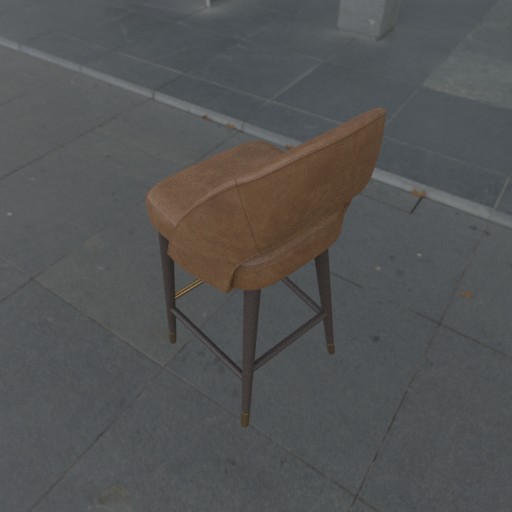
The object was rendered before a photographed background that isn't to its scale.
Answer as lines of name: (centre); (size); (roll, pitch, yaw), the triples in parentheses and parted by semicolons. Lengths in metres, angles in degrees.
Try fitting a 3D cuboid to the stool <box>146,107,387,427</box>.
stool: (0.000, 0.000, 1.309); (0.494, 1.037, 0.509); (-32, 54, -27)
